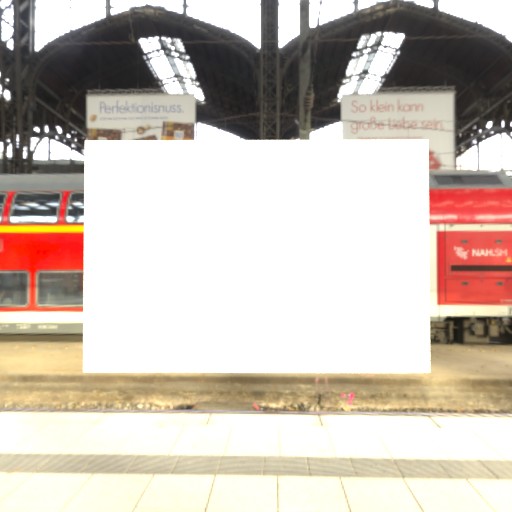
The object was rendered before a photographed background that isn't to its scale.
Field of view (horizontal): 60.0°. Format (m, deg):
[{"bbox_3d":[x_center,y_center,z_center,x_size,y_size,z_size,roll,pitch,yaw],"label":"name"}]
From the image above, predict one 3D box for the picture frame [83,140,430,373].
[{"bbox_3d":[0.000,0.000,1.234,0.950,0.640,0.029,0,-1,1],"label":"picture frame"}]
